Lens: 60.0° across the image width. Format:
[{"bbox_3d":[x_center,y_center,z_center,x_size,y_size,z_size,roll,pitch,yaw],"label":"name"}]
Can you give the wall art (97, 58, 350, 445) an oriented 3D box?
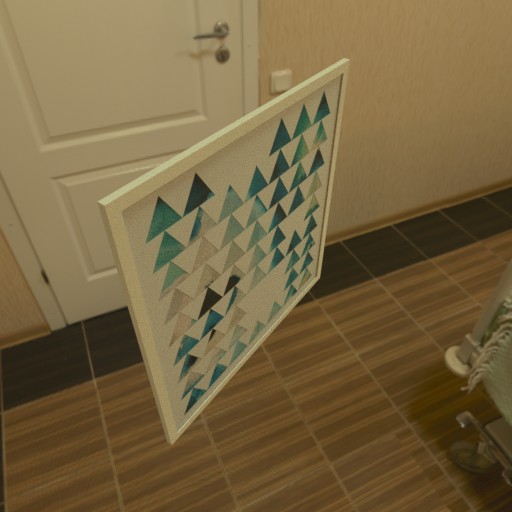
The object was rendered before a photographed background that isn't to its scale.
[{"bbox_3d":[0.000,0.000,0.824,0.012,0.557,0.557,26,48,26],"label":"wall art"}]
